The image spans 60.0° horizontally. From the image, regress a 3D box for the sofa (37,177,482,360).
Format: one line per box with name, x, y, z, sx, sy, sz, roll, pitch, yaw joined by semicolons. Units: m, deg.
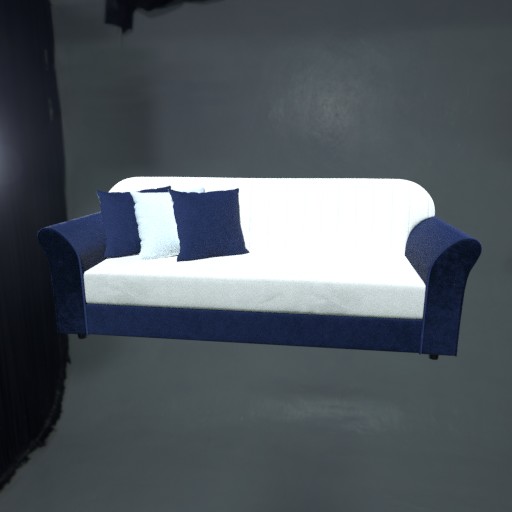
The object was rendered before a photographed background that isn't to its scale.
sofa;0.000;0.000;2.370;2.006;0.789;0.749;2;14;7
